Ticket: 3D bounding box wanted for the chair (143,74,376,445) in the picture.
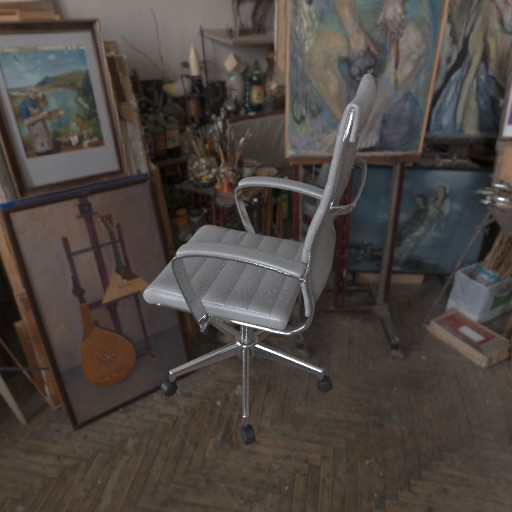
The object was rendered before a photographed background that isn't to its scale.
[{"bbox_3d":[0.000,0.000,1.541,0.667,1.149,0.679,9,32,14],"label":"chair"}]
